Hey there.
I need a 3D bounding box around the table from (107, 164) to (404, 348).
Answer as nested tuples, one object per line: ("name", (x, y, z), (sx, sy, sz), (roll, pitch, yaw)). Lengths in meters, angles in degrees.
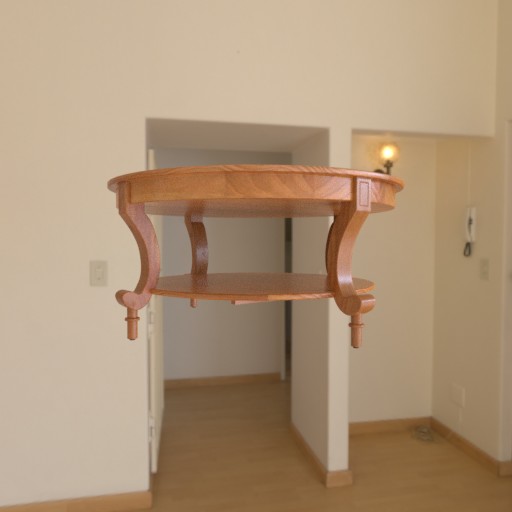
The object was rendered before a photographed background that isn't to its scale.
("table", (0.000, 0.000, 1.617), (1.029, 0.490, 1.029), (0, 2, 0))
